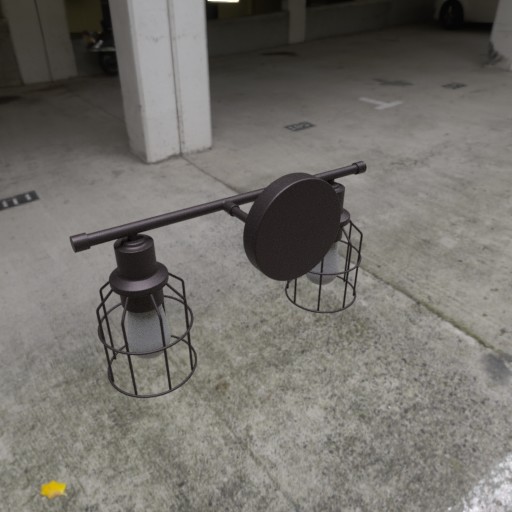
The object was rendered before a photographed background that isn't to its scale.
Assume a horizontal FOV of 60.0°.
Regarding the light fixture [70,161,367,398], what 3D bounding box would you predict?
[{"bbox_3d":[0.000,0.000,0.555,0.406,0.254,0.165,-19,36,-29],"label":"light fixture"}]
